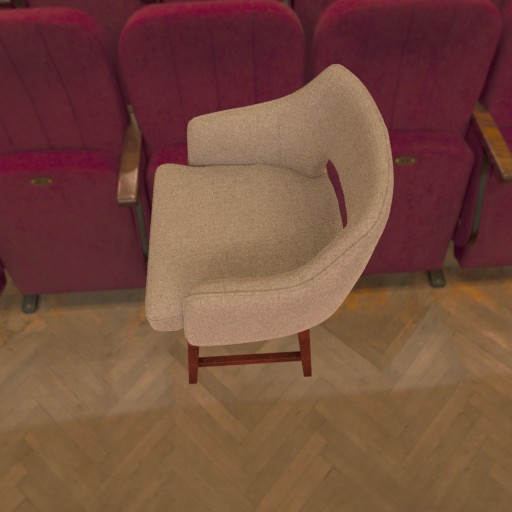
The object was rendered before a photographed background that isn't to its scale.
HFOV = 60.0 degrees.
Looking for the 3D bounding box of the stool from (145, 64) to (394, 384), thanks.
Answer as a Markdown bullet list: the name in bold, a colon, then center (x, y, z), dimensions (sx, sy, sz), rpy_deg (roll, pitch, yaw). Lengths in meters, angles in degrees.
- **stool**: center (0.000, 0.000, 1.291), dimensions (0.558, 0.944, 0.599), rpy_deg (-3, 58, -2)
